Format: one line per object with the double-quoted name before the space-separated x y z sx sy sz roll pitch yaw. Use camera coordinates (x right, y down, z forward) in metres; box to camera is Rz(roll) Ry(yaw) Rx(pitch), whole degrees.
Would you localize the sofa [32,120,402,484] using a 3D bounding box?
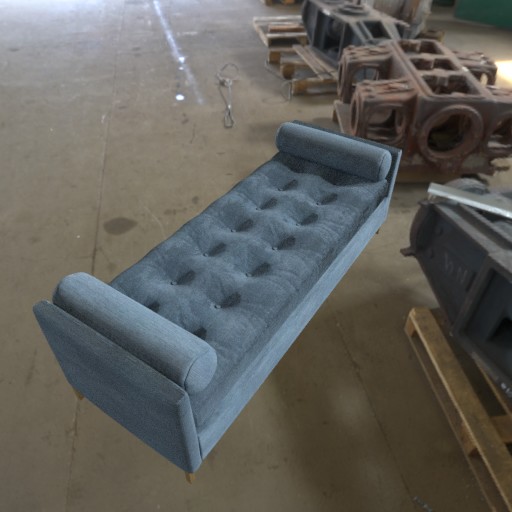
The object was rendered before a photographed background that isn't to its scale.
"sofa" 0.000 0.000 2.433 0.796 0.705 2.102 24 47 25
